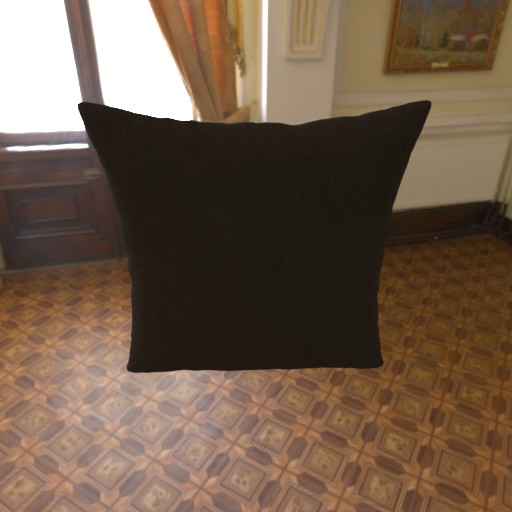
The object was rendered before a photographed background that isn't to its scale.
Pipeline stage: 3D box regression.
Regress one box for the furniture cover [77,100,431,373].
[{"bbox_3d":[0.000,0.000,0.759,0.511,0.509,0.161,-1,29,-1],"label":"furniture cover"}]
